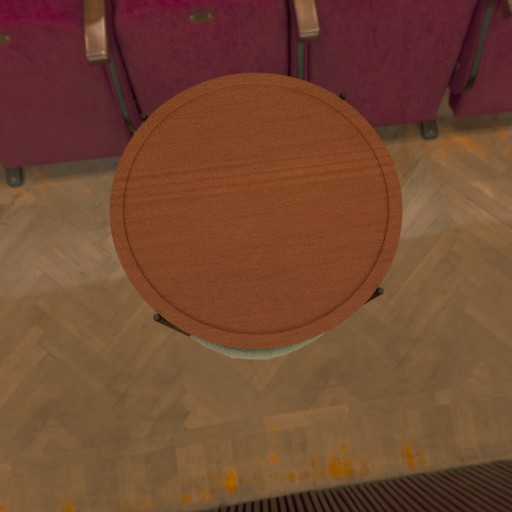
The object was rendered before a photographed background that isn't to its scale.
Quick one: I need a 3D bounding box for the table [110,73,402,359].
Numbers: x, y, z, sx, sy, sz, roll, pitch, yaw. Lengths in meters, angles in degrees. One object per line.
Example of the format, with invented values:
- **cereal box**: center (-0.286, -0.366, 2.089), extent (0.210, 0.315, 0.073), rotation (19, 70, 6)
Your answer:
- **table**: center (0.000, 0.000, 0.883), extent (0.400, 0.623, 0.400), rotation (-7, 76, -2)
